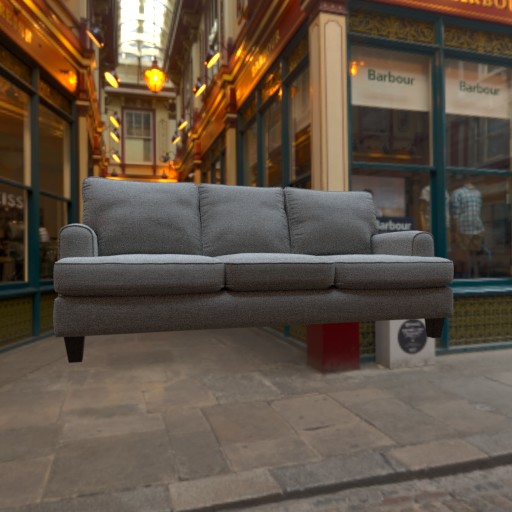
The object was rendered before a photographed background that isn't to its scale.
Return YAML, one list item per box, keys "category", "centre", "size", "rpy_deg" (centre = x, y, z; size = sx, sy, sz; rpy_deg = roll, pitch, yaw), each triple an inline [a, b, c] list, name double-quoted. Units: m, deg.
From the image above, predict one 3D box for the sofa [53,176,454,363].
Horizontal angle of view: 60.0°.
- category: "sofa"
  centre: [0.000, 0.000, 2.687]
  size: [2.158, 0.965, 0.951]
  rpy_deg: [0, 0, -18]
